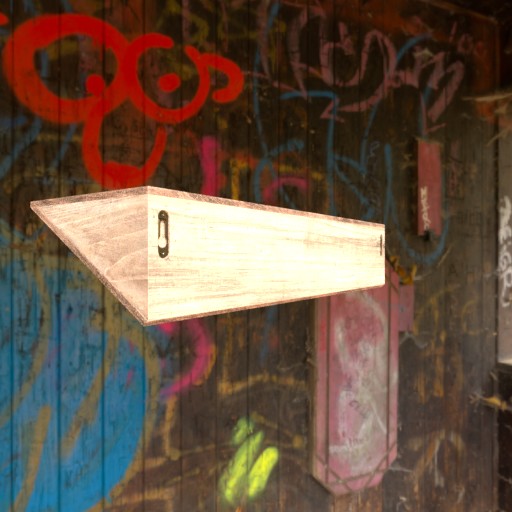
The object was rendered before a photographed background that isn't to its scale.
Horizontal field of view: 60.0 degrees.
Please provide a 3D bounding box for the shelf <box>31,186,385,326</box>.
[{"bbox_3d":[0.000,0.000,0.698,0.200,0.125,0.610,0,0,35],"label":"shelf"}]
